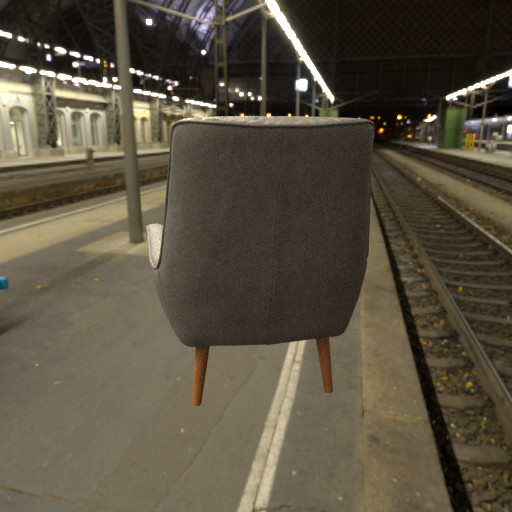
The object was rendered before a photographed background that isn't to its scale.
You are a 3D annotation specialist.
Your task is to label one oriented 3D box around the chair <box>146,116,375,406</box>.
[{"bbox_3d":[0.000,0.000,1.517,0.787,0.888,0.822,-2,16,-9],"label":"chair"}]
